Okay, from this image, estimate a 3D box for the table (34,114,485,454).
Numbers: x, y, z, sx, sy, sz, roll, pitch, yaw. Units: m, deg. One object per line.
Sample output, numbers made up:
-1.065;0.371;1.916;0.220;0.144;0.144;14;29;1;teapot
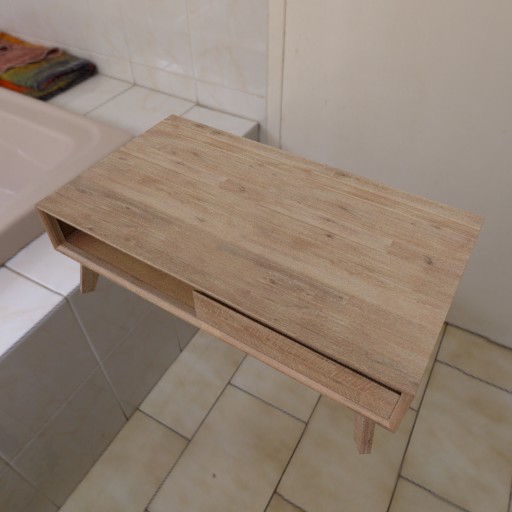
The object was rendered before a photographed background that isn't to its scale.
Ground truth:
0.000;0.000;2.011;1.619;0.531;0.918;24;50;21;table
